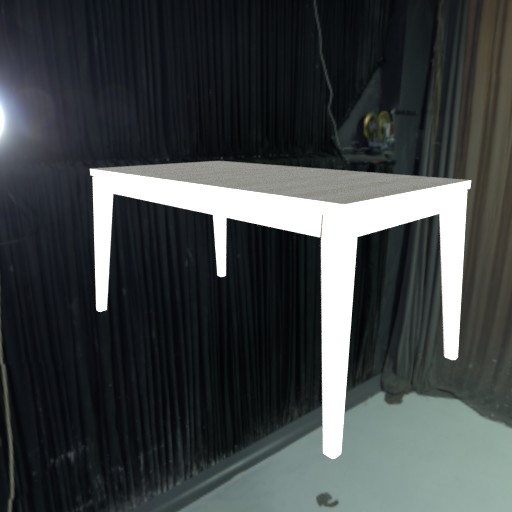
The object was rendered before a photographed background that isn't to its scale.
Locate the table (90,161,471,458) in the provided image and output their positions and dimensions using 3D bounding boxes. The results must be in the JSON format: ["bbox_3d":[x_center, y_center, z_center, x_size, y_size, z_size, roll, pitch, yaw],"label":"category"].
[{"bbox_3d":[0.000,0.000,2.072,0.900,0.760,1.600,-15,22,-42],"label":"table"}]
